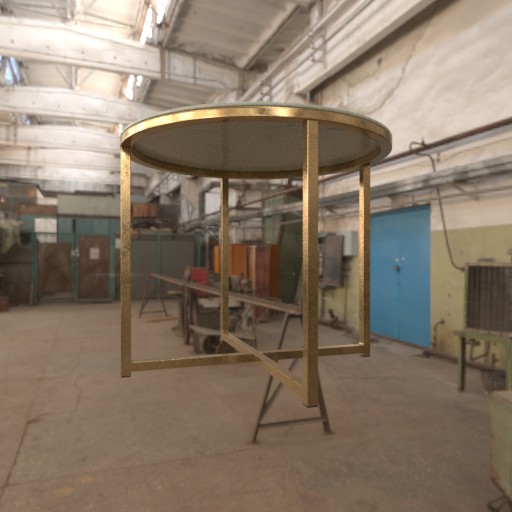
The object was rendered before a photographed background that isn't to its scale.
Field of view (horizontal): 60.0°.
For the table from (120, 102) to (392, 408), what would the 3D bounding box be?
[{"bbox_3d":[0.000,0.000,0.851,0.500,0.420,0.500,0,0,0],"label":"table"}]
